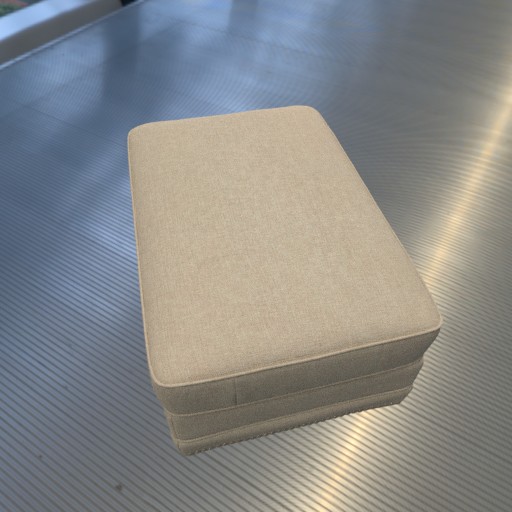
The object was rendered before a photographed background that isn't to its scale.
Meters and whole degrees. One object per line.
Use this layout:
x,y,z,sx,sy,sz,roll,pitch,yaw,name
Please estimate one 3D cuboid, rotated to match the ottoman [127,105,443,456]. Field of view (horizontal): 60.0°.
0.000,0.000,1.137,0.559,0.458,0.813,-10,49,-9,ottoman
